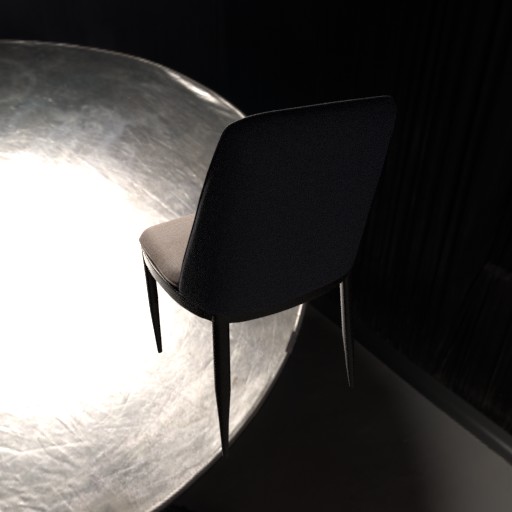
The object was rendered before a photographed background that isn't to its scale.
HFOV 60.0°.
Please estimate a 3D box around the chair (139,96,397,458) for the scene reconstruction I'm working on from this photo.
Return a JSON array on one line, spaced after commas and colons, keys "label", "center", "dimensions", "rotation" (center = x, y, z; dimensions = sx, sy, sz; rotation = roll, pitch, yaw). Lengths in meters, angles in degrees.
[{"label": "chair", "center": [0.000, 0.000, 1.139], "dimensions": [0.480, 0.839, 0.551], "rotation": [-18, 34, -28]}]
